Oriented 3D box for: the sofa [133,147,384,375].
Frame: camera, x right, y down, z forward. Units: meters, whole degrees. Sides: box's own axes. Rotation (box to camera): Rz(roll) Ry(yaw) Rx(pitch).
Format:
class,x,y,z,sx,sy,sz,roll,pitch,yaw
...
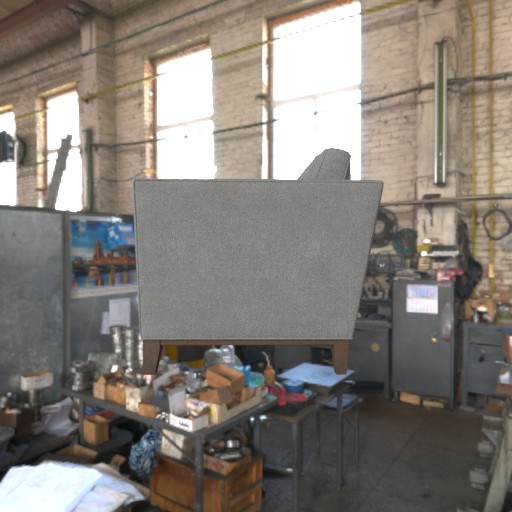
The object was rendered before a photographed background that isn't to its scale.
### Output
class,x,y,z,sx,sy,sz,roll,pitch,yaw
sofa,0.000,0.000,2.875,0.965,0.940,2.387,0,1,0
